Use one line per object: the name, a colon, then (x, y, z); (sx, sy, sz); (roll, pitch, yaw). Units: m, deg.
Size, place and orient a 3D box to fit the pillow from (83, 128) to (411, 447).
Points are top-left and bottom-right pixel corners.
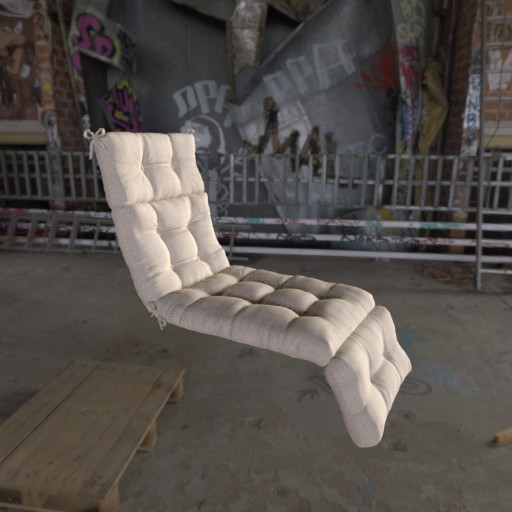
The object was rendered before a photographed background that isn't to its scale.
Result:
pillow: (0.000, 0.000, 1.516); (1.016, 0.863, 0.526); (8, 17, 28)
